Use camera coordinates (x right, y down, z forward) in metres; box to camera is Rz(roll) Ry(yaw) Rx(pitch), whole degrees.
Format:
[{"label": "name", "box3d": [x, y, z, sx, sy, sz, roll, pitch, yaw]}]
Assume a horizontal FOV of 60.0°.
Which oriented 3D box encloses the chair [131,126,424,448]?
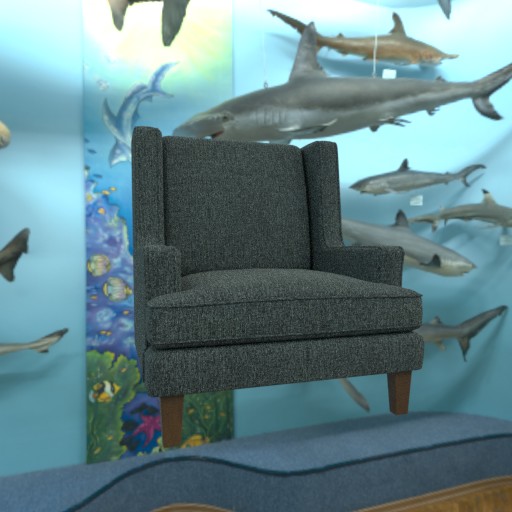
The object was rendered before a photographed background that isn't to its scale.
[{"label": "chair", "box3d": [0.000, 0.000, 1.796, 0.942, 1.082, 0.927, 0, 2, -18]}]
